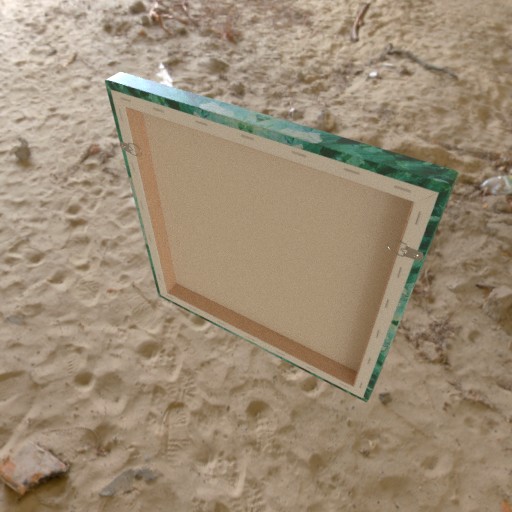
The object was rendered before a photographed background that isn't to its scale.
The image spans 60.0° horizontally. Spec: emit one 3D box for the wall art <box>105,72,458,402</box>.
[{"bbox_3d":[0.000,0.000,0.755,0.507,0.508,0.038,23,50,21],"label":"wall art"}]
